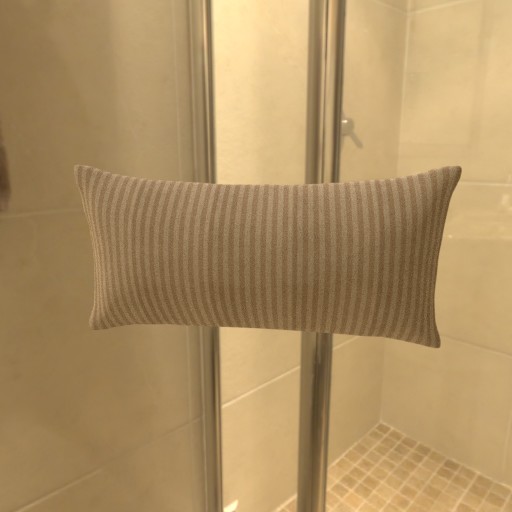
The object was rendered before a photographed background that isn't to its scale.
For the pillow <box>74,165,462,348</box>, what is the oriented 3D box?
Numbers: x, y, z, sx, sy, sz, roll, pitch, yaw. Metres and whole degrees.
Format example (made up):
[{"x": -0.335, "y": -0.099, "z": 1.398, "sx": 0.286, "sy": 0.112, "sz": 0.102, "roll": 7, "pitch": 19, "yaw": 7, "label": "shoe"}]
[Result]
[{"x": 0.000, "y": 0.000, "z": 0.731, "sx": 0.617, "sy": 0.295, "sz": 0.151, "roll": 2, "pitch": 13, "yaw": 8, "label": "pillow"}]
